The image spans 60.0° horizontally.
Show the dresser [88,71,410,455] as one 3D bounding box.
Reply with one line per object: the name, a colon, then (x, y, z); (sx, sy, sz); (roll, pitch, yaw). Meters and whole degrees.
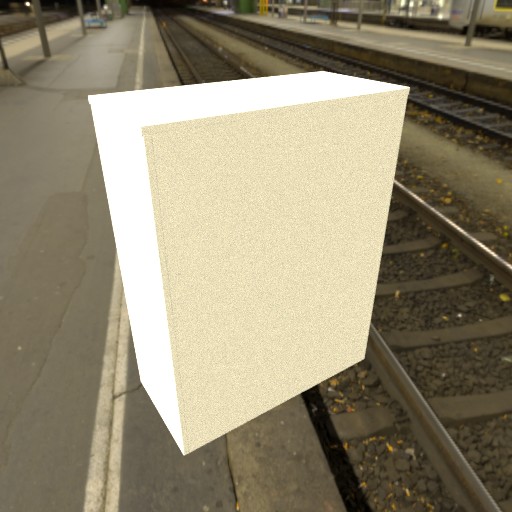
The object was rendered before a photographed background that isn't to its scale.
dresser: (0.000, 0.000, 1.472); (0.800, 1.040, 0.380); (-18, 35, -28)
